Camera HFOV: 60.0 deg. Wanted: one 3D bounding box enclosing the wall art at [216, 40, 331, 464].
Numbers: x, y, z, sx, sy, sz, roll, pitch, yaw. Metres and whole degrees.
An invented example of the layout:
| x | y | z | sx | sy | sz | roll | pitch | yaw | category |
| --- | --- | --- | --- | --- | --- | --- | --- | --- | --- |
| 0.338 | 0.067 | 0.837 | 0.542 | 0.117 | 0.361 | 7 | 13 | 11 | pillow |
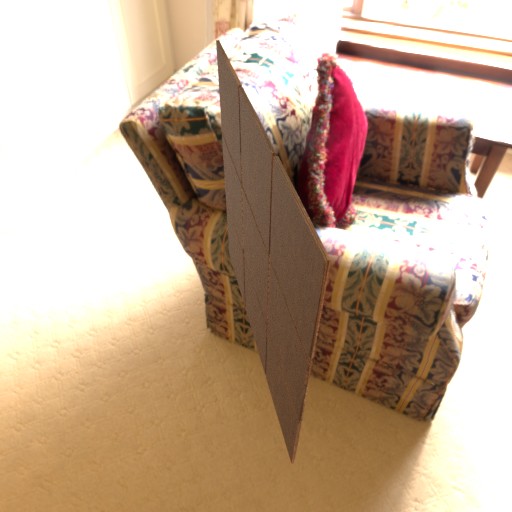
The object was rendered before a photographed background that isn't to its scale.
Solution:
| x | y | z | sx | sy | sz | roll | pitch | yaw | category |
| --- | --- | --- | --- | --- | --- | --- | --- | --- | --- |
| 0.000 | 0.000 | 1.768 | 0.013 | 1.213 | 1.215 | -11 | 47 | -10 | wall art |
